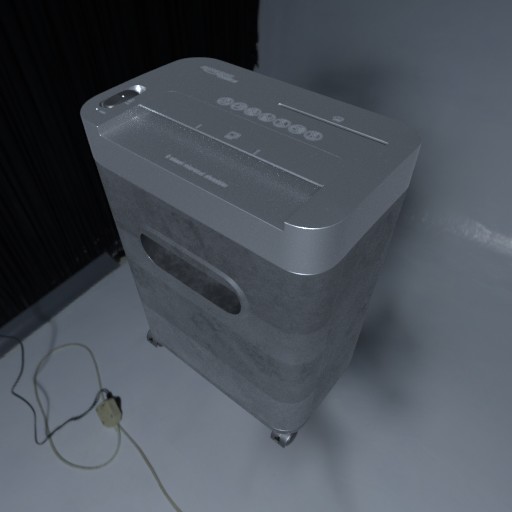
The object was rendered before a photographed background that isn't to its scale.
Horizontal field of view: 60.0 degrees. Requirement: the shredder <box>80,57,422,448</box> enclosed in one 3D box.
[{"bbox_3d":[0.000,0.000,0.593,0.311,0.419,0.237,30,52,26],"label":"shredder"}]
